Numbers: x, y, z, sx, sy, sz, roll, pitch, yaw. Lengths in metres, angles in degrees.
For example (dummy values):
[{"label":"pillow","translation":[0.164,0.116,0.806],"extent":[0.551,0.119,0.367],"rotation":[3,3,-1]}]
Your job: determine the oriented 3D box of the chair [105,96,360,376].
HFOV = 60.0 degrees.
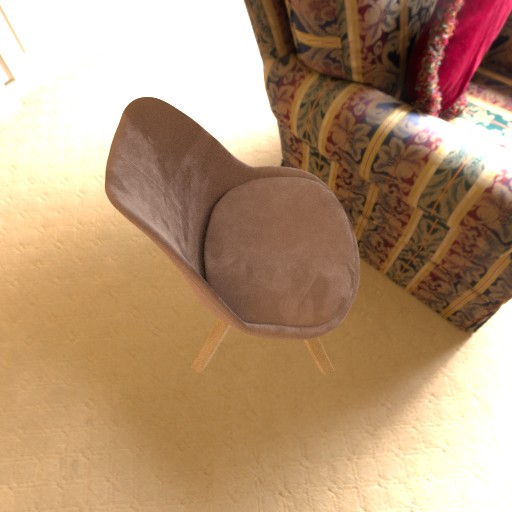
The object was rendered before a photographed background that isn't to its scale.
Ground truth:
[{"label":"chair","translation":[0.000,0.000,1.184],"extent":[0.550,0.850,0.485],"rotation":[1,63,1]}]
